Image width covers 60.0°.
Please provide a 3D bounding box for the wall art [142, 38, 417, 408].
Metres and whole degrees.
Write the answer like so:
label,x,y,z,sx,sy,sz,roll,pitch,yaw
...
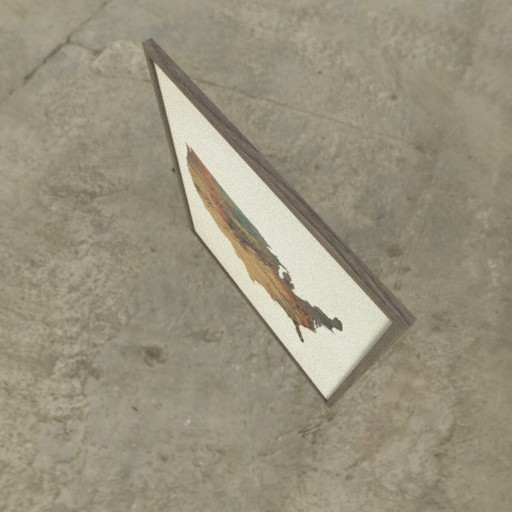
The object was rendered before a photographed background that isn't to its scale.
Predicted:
label,x,y,z,sx,sy,sz,roll,pitch,yaw
wall art,0.000,0.000,0.744,0.016,0.507,0.508,-33,68,-16
